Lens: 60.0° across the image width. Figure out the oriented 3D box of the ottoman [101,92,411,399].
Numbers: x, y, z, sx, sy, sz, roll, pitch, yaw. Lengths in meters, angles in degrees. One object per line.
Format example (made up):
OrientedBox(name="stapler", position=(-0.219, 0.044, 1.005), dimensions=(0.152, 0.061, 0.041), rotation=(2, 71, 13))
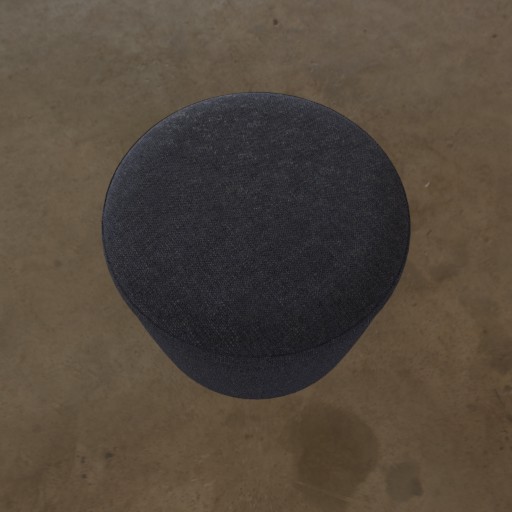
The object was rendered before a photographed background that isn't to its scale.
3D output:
OrientedBox(name="ottoman", position=(0.000, 0.000, 0.910), dimensions=(0.520, 0.430, 0.520), rotation=(0, 64, 0))
